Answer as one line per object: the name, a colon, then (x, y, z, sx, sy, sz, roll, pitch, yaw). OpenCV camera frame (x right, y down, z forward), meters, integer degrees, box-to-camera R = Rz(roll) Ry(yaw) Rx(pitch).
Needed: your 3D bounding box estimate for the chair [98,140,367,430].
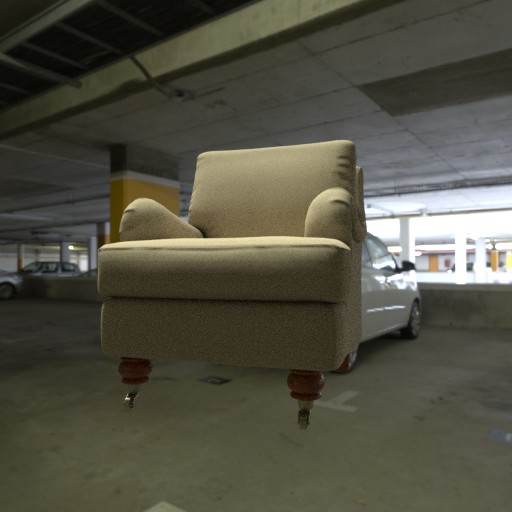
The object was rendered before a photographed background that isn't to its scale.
chair: (0.000, 0.000, 1.901, 0.895, 1.076, 1.078, 0, -2, 18)
